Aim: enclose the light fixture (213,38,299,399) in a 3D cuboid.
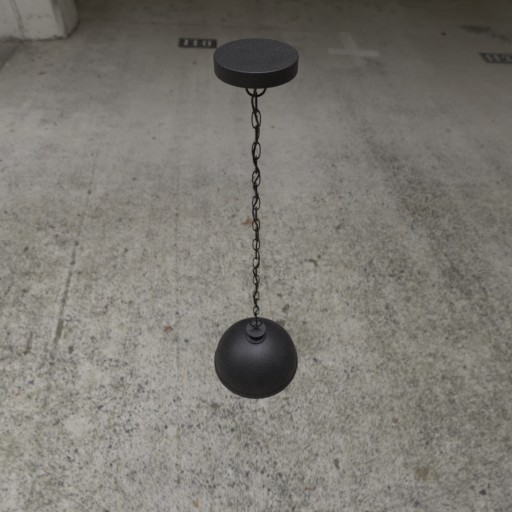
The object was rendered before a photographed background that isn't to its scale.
[{"bbox_3d":[0.000,0.000,1.223,0.304,1.090,0.304,-2,46,-2],"label":"light fixture"}]
